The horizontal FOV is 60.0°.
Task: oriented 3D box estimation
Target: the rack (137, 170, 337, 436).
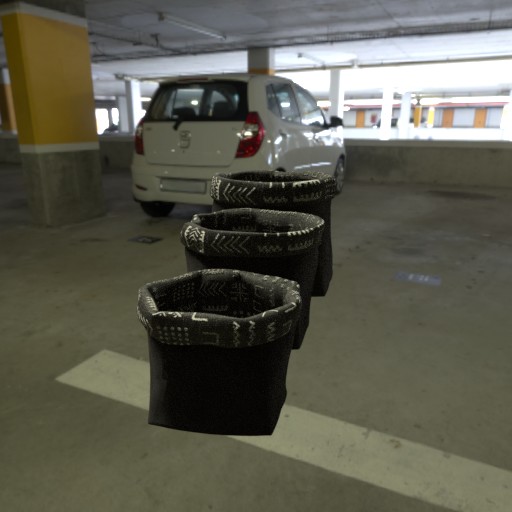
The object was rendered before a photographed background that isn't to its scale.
[{"bbox_3d":[0.000,0.000,1.048,0.379,0.323,0.905,3,17,8],"label":"rack"}]
